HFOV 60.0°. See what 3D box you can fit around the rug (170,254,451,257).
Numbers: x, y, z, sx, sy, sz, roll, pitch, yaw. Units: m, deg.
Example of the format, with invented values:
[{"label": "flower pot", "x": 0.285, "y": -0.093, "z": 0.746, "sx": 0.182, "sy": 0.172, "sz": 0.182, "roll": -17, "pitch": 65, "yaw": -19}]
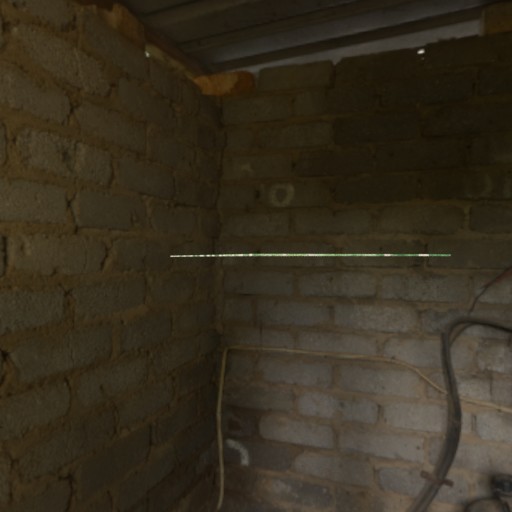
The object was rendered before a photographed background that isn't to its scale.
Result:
[{"label": "rug", "x": 0.000, "y": 0.000, "z": 2.692, "sx": 0.761, "sy": 0.006, "sz": 2.438, "roll": 0, "pitch": 0, "yaw": -17}]
